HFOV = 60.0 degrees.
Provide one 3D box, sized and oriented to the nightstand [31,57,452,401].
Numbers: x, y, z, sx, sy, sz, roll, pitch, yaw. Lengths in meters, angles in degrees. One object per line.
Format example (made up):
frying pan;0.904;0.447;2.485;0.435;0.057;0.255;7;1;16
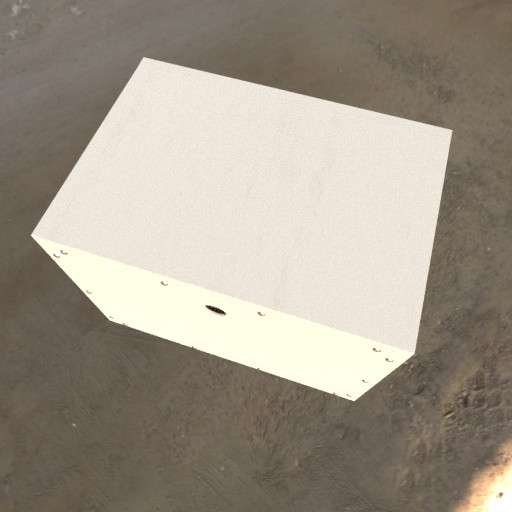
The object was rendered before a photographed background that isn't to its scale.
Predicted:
nightstand;0.000;0.000;1.029;0.614;0.604;0.447;16;65;8
